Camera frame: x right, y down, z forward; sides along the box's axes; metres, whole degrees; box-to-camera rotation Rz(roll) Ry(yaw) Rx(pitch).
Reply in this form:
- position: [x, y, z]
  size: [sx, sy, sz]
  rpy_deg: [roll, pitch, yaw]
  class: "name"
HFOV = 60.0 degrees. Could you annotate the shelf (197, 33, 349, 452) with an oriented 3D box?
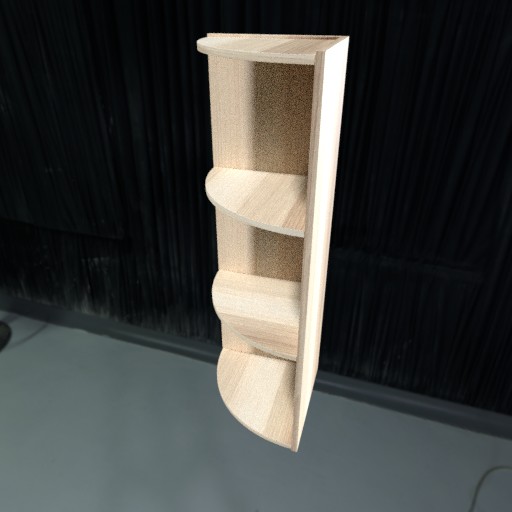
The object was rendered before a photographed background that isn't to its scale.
- position: [0.000, 0.000, 0.994]
  size: [0.290, 0.872, 0.290]
  rpy_deg: [9, 31, 14]
  class: "shelf"
